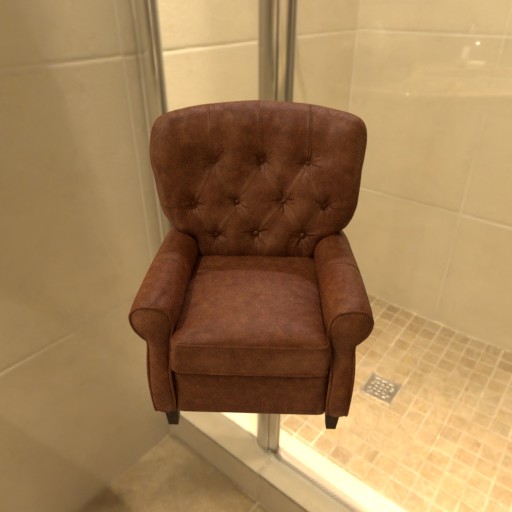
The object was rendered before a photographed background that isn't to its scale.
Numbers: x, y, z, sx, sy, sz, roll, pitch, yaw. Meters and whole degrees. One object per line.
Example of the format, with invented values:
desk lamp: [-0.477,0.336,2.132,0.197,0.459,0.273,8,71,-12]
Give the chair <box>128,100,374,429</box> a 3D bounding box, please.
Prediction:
chair: [0.000,0.000,1.953,0.951,1.164,1.059,1,30,2]
